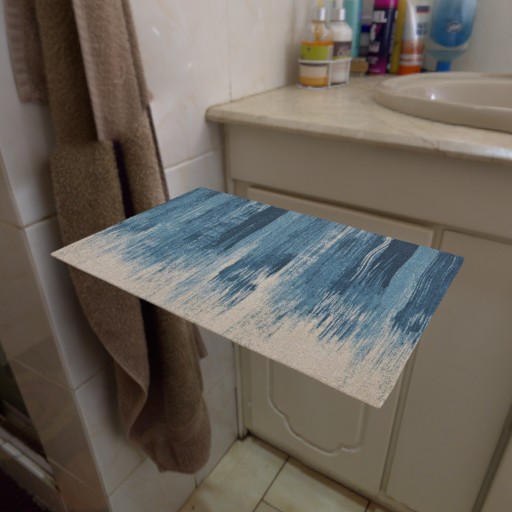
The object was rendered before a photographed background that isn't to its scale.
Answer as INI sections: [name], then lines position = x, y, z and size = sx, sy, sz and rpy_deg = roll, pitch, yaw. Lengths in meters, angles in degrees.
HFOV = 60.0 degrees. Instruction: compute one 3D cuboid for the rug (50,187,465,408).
[rug]
position = 0.000, 0.000, 2.342
size = 1.836, 0.009, 1.232
rpy_deg = 19, 34, 30
